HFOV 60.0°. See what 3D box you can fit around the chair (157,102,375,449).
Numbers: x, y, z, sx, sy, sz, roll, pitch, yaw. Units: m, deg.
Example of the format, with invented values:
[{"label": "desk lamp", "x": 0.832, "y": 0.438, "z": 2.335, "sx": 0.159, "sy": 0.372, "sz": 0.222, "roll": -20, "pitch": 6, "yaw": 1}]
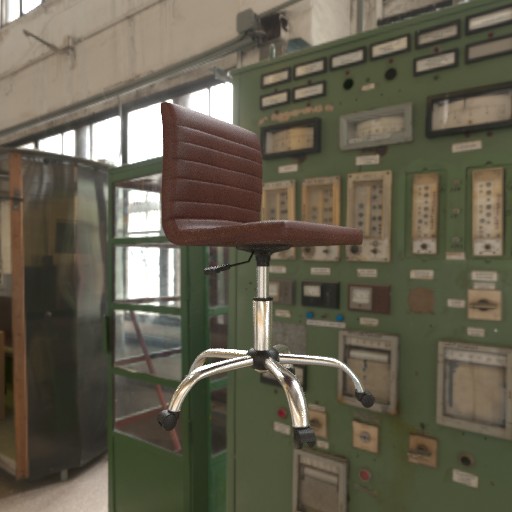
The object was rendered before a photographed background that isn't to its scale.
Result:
[{"label": "chair", "x": 0.000, "y": 0.000, "z": 1.171, "sx": 0.530, "sy": 0.780, "sz": 0.556, "roll": 0, "pitch": 0, "yaw": 37}]
